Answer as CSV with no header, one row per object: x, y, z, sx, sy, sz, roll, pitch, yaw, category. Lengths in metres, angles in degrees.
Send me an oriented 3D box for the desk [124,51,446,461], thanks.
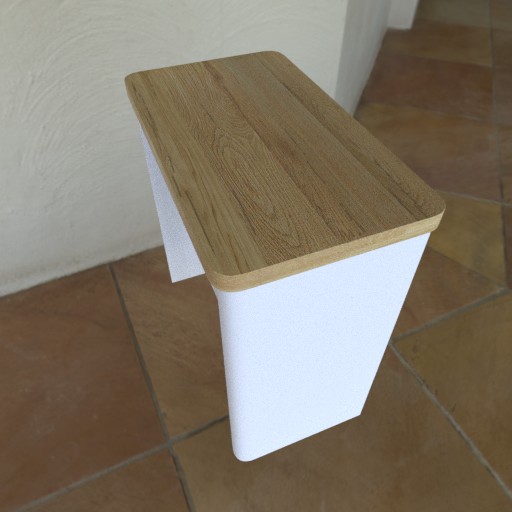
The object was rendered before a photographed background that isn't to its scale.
0.000,0.000,1.240,0.440,0.790,0.760,-16,48,-15,desk
